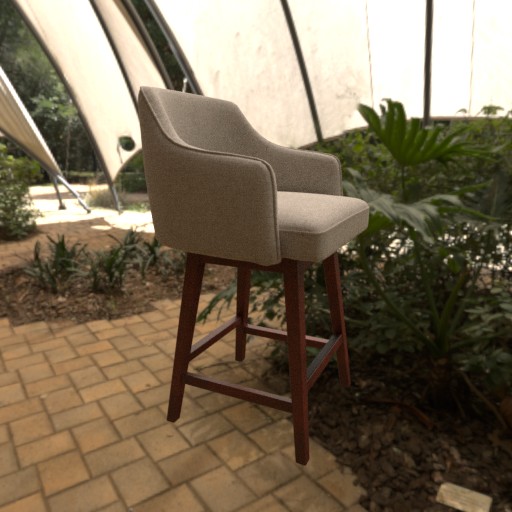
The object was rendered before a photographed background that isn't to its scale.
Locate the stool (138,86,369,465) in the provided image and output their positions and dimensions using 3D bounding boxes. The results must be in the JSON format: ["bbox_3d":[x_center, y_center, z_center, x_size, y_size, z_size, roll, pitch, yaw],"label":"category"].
[{"bbox_3d":[0.000,0.000,1.313,0.558,0.944,0.599,7,15,25],"label":"stool"}]
